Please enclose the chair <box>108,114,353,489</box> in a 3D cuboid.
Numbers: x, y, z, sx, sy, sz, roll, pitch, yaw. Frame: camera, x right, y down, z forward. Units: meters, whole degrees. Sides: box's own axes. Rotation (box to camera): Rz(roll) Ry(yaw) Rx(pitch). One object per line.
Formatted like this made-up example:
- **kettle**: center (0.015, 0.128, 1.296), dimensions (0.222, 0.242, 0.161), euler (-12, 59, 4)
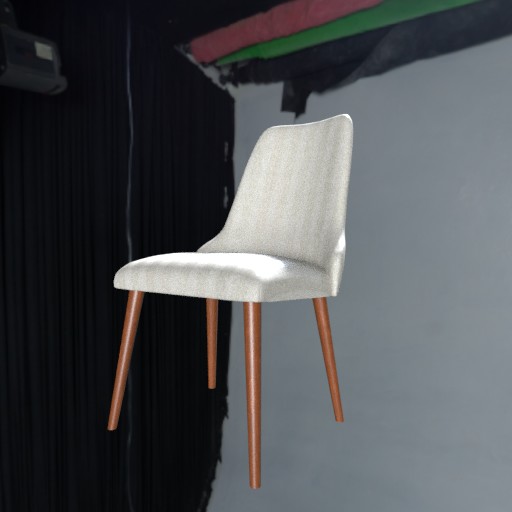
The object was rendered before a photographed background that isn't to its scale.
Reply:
- **chair**: center (0.000, 0.000, 1.302), dimensions (0.526, 0.917, 0.684), euler (2, 3, 36)
